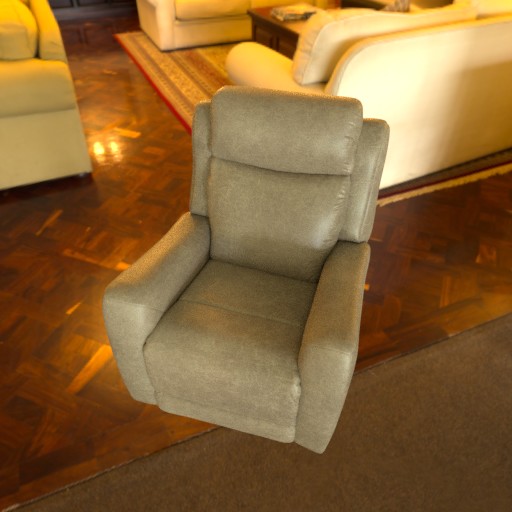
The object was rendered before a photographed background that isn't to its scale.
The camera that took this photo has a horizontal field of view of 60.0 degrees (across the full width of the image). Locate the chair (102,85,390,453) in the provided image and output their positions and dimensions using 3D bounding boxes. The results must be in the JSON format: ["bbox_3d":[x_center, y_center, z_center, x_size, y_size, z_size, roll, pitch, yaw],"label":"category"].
[{"bbox_3d":[0.000,0.000,1.908,0.967,1.116,1.068,11,42,13],"label":"chair"}]
